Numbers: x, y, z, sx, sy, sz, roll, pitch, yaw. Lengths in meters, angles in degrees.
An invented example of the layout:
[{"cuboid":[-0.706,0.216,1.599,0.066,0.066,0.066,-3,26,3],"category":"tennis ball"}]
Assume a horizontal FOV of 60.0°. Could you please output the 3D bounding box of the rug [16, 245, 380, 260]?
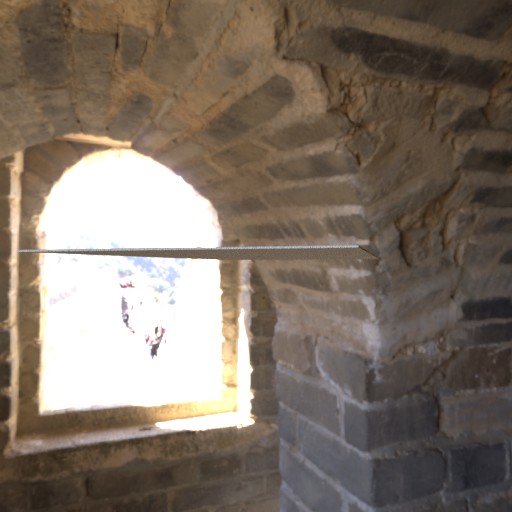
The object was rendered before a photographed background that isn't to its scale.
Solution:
[{"cuboid":[0.000,0.000,2.940,1.515,0.010,2.430,0,-2,17],"category":"rug"}]
